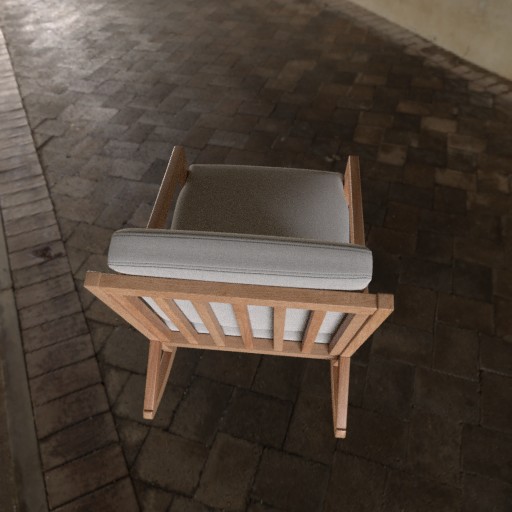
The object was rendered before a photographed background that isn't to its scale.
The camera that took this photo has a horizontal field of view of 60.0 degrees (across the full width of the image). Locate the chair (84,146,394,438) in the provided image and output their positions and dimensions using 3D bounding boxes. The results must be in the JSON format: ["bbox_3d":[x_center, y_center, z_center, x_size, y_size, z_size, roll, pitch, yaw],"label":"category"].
[{"bbox_3d":[0.000,0.000,1.408,0.622,0.790,0.857,4,46,4],"label":"chair"}]
